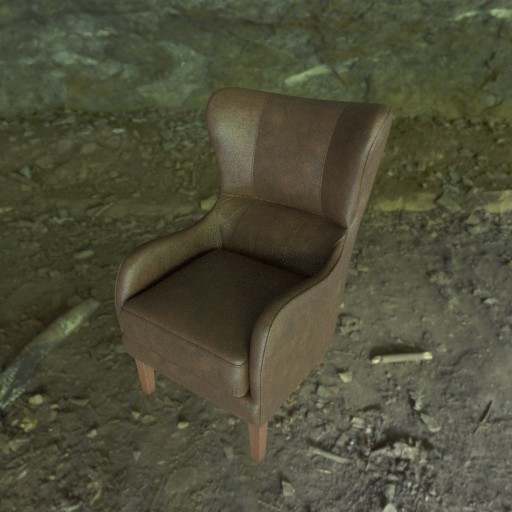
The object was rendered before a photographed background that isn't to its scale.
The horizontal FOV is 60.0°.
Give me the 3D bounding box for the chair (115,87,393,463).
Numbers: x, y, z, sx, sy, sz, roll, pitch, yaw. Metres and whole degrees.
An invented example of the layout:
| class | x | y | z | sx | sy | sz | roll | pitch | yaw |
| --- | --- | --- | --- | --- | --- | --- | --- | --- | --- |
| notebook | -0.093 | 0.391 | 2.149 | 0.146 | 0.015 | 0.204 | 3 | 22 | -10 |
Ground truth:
| class | x | y | z | sx | sy | sz | roll | pitch | yaw |
| --- | --- | --- | --- | --- | --- | --- | --- | --- | --- |
| chair | 0.000 | 0.000 | 1.619 | 0.692 | 1.048 | 0.914 | 19 | 35 | 30 |
